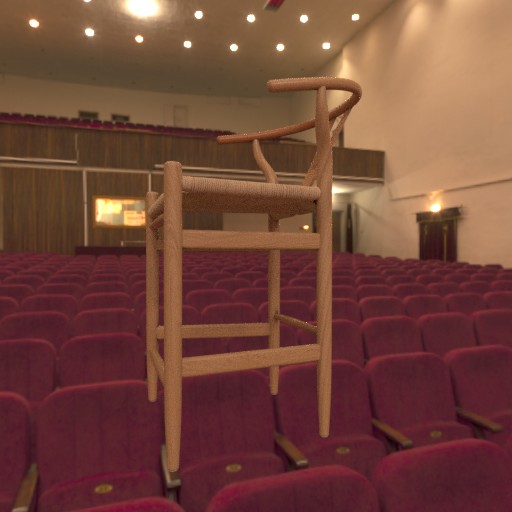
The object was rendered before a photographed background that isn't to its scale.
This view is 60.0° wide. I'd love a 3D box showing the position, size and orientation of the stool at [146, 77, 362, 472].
[{"bbox_3d":[0.000,0.000,1.270,0.575,0.923,0.536,0,0,-18],"label":"stool"}]
